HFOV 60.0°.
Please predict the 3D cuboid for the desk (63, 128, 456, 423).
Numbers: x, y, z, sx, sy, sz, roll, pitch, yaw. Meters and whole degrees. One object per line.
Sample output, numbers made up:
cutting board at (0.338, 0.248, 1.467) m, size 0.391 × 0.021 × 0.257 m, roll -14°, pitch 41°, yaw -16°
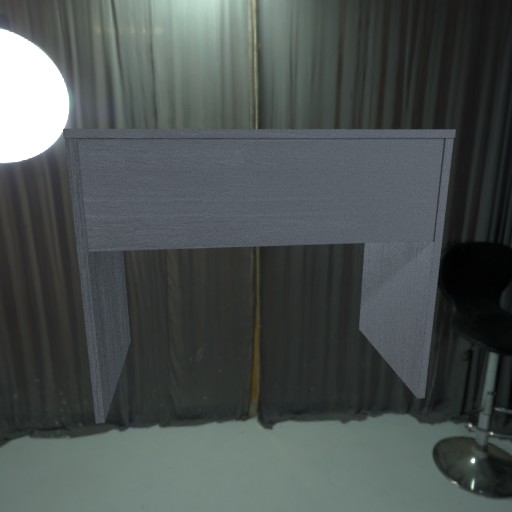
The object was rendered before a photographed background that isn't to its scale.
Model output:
desk at (0.000, 0.000, 1.329) m, size 0.893 × 0.724 × 0.498 m, roll -2°, pitch 15°, yaw -7°
